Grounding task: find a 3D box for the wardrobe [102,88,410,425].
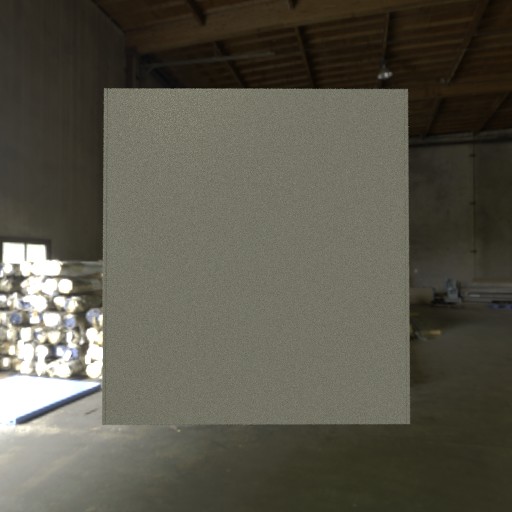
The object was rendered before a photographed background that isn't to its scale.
[{"bbox_3d":[0.000,0.000,2.891,1.780,1.960,0.629,0,-1,0],"label":"wardrobe"}]
